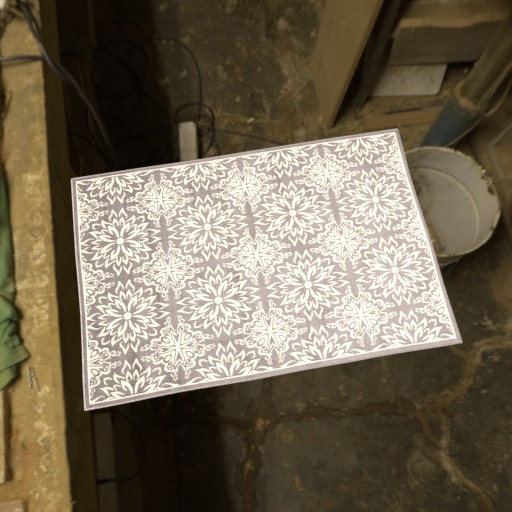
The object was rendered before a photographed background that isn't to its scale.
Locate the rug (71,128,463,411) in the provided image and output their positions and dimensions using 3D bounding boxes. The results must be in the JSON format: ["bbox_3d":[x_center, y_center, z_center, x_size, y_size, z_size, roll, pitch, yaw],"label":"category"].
[{"bbox_3d":[0.000,0.000,2.301,1.847,0.012,1.224,-9,73,-3],"label":"rug"}]
